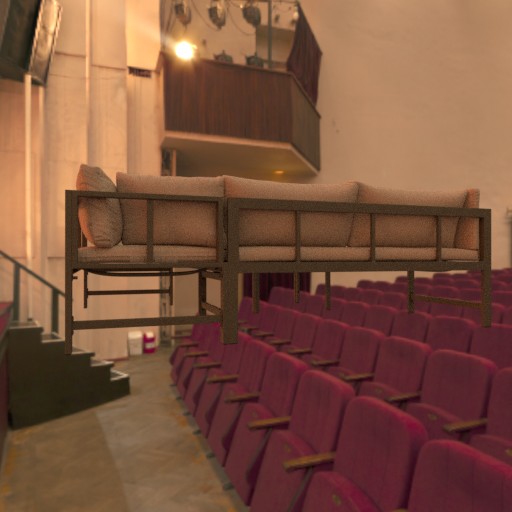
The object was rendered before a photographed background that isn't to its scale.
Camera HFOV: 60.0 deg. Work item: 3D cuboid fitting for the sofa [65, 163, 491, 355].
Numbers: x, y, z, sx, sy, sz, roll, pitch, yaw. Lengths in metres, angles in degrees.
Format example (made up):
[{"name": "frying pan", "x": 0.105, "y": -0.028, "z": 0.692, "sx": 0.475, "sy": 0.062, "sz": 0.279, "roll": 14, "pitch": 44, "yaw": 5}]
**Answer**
[{"name": "sofa", "x": 0.000, "y": 0.000, "z": 2.803, "sx": 2.096, "sy": 0.758, "sz": 1.658, "roll": 0, "pitch": 0, "yaw": -19}]
